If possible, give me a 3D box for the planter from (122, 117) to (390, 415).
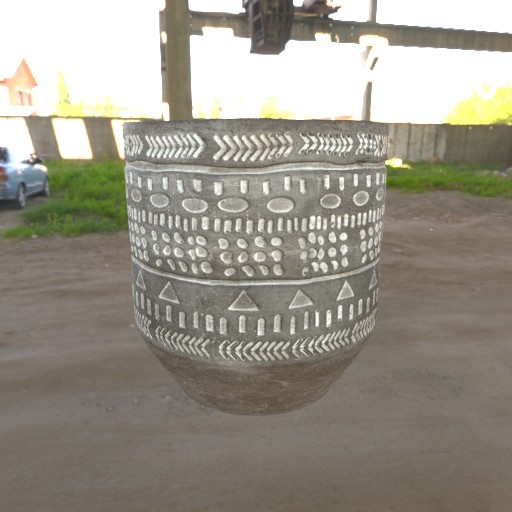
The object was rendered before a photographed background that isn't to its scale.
[{"bbox_3d":[0.000,0.000,0.223,0.122,0.128,0.122,0,14,0],"label":"planter"}]
